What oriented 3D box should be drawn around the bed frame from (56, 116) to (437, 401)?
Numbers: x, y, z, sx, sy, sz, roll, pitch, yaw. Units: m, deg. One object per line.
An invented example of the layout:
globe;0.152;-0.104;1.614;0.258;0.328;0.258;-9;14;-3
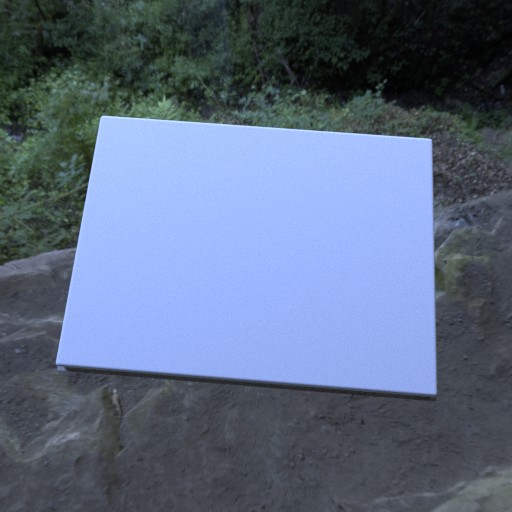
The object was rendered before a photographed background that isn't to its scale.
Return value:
bed frame;0.000;0.000;2.586;1.944;0.490;1.448;4;76;1
